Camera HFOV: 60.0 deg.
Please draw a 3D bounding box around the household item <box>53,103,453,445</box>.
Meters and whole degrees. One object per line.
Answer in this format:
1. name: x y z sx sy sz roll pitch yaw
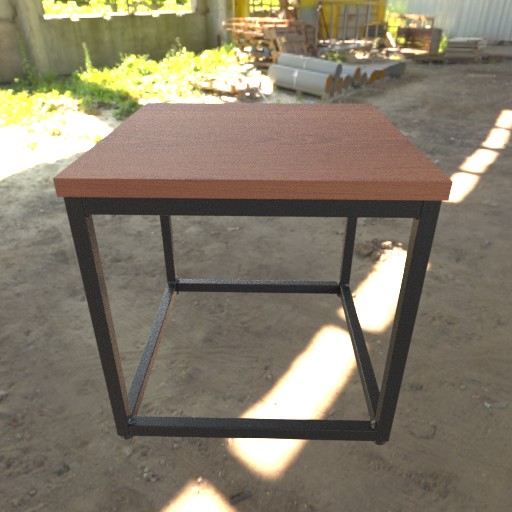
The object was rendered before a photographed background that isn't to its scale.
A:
1. household item: 0.000 0.000 0.715 0.400 0.400 0.400 1 29 1
